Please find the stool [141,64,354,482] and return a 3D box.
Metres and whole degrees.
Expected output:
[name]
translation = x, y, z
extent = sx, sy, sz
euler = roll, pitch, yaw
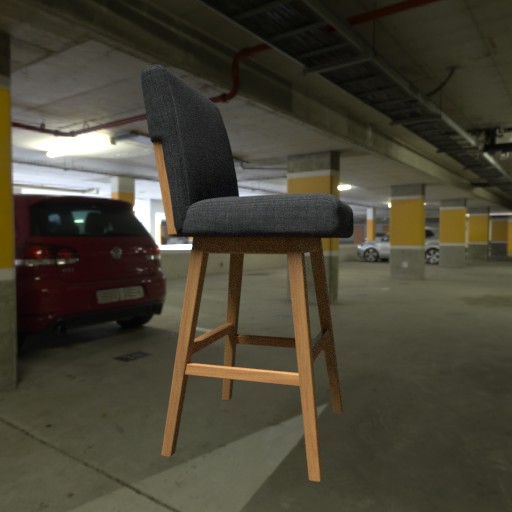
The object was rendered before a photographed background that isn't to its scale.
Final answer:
[stool]
translation = 0.000, 0.000, 1.390
extent = 0.570, 1.112, 0.483
euler = 1, 2, 18
